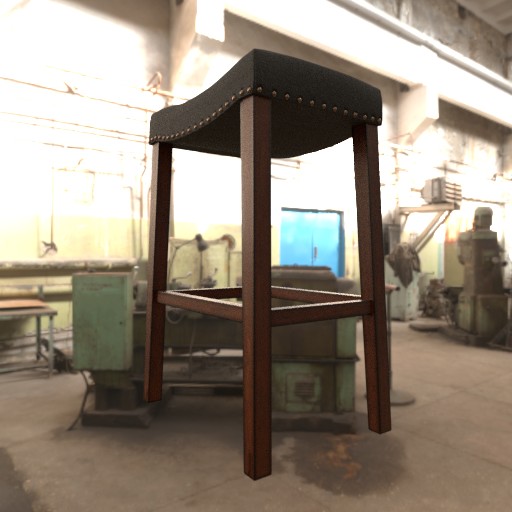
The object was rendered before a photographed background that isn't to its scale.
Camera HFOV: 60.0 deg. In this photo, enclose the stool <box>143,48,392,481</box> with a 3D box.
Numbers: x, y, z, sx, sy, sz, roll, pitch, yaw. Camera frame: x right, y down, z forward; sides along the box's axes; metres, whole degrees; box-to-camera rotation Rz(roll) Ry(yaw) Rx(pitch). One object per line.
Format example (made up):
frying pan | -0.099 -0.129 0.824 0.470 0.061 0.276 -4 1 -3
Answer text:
stool | 0.000 0.000 1.057 0.366 0.760 0.502 0 1 -36
